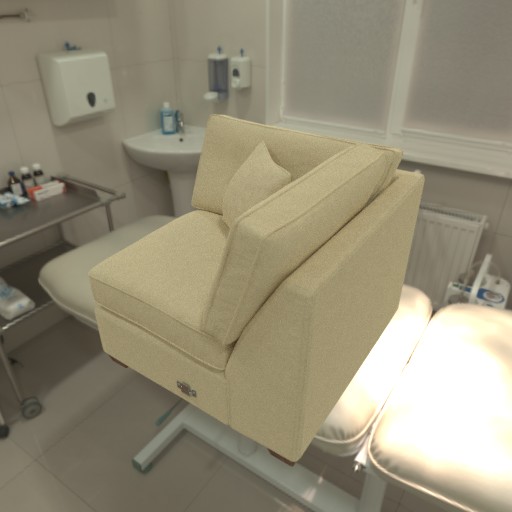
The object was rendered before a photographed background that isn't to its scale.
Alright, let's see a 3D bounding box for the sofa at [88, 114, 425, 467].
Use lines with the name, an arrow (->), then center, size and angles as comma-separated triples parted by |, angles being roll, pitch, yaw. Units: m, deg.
sofa -> 0.000, 0.000, 1.998 | 1.084, 1.002, 1.146 | 19, 36, 28
